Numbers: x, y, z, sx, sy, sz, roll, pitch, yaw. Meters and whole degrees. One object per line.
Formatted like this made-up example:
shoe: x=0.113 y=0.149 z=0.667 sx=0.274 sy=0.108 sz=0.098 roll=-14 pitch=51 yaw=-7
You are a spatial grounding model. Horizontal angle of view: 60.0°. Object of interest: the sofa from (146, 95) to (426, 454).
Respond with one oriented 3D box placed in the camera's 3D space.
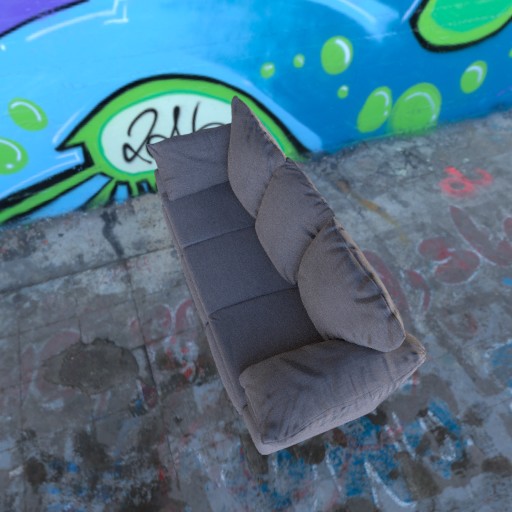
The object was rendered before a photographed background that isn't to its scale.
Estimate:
sofa: x=0.000 y=0.000 z=2.877 sx=0.927 sy=1.043 sz=2.390 roll=-17 pitch=51 yaw=-14
